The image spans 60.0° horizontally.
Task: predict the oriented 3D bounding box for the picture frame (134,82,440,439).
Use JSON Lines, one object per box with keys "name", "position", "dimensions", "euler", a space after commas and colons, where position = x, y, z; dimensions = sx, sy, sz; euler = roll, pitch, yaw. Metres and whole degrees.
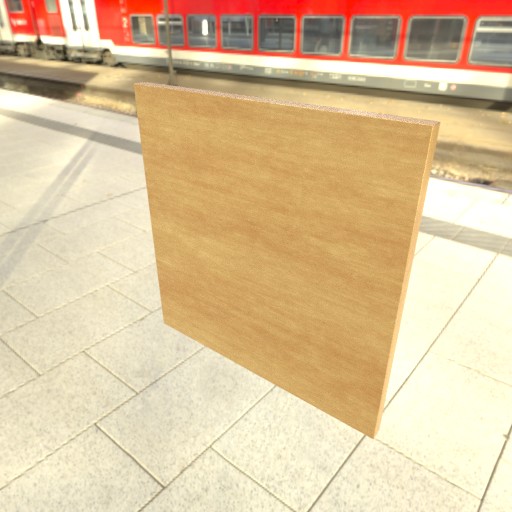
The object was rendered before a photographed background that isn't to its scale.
{"name": "picture frame", "position": [0.000, 0.000, 1.122], "dimensions": [0.758, 0.761, 0.037], "euler": [21, 35, 32]}
